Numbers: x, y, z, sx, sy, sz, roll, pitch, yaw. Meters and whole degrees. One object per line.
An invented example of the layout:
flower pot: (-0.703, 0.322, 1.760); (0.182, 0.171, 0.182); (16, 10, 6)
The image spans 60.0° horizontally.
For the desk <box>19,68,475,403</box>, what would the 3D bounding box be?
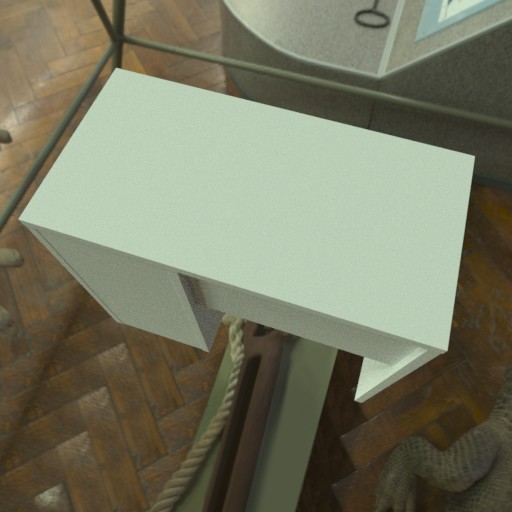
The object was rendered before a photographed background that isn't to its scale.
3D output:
desk: (0.000, 0.000, 1.302); (0.898, 0.730, 0.482); (16, 66, 8)
